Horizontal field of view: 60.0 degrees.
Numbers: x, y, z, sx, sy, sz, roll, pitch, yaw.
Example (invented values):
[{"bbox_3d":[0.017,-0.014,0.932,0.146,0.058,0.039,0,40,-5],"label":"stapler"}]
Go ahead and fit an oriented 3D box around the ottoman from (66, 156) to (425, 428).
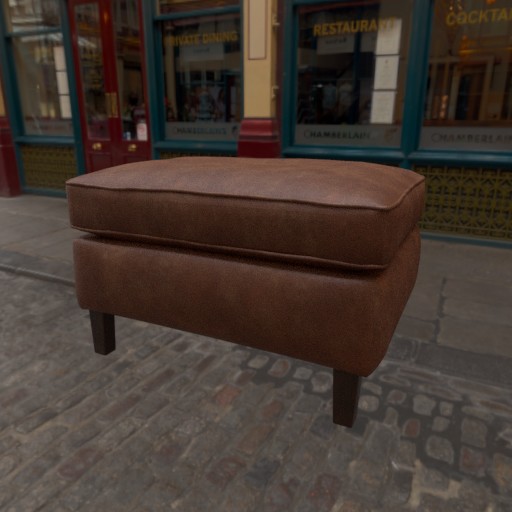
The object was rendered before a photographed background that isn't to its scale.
[{"bbox_3d":[0.000,0.000,0.999,0.665,0.418,0.501,8,18,25],"label":"ottoman"}]
